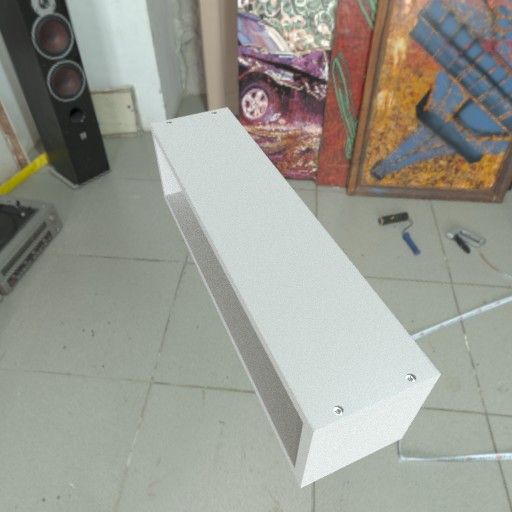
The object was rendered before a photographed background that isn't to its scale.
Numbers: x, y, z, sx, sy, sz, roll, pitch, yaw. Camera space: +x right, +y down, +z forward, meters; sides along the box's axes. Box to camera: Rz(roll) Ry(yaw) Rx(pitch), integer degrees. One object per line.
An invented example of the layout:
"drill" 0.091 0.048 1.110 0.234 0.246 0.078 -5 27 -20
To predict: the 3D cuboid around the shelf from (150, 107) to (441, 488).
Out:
"shelf" 0.000 0.000 0.691 0.150 0.170 0.610 -18 49 -16
